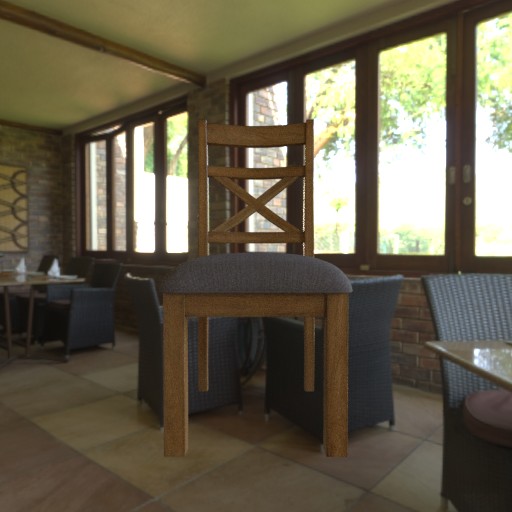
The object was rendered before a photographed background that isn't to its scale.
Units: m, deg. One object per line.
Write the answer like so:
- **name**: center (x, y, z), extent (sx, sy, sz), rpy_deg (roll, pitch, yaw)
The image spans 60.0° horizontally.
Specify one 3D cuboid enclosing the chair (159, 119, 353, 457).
- **chair**: center (0.000, 0.000, 1.321), extent (0.470, 0.949, 0.581), rpy_deg (0, 1, 0)
